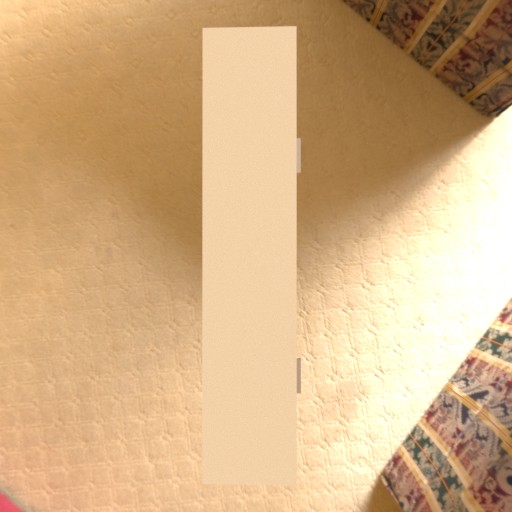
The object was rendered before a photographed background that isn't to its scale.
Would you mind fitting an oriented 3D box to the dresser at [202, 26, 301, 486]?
[{"bbox_3d":[0.000,0.000,1.881,0.333,0.790,1.535,0,90,2],"label":"dresser"}]
